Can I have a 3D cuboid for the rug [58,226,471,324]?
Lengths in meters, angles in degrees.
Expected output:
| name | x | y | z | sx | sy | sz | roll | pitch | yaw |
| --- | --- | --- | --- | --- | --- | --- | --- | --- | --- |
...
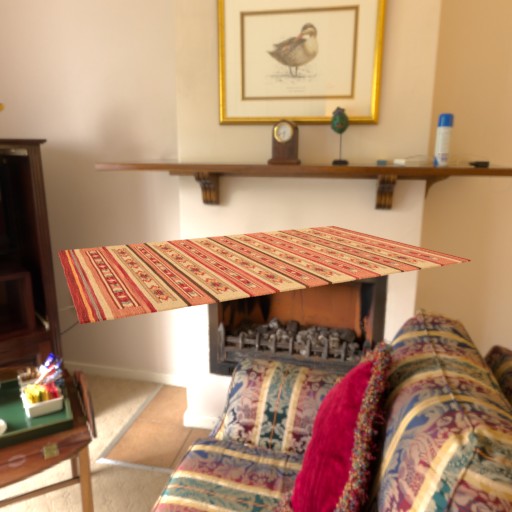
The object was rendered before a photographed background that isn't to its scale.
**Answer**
| name | x | y | z | sx | sy | sz | roll | pitch | yaw |
| --- | --- | --- | --- | --- | --- | --- | --- | --- | --- |
| rug | 0.000 | 0.000 | 3.065 | 2.431 | 0.010 | 1.535 | -7 | 15 | -26 |
